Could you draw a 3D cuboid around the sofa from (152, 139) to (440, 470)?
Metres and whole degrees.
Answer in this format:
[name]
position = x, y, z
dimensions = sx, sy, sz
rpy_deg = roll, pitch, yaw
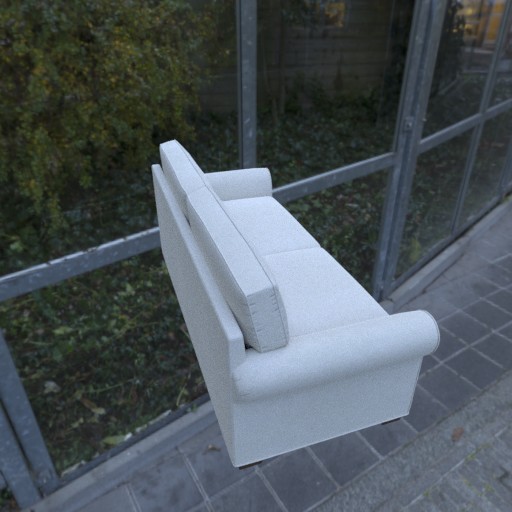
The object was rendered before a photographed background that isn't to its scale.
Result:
[sofa]
position = 0.000, 0.000, 2.627
dimensions = 0.901, 0.962, 2.146
rpy_deg = -10, 31, -16
